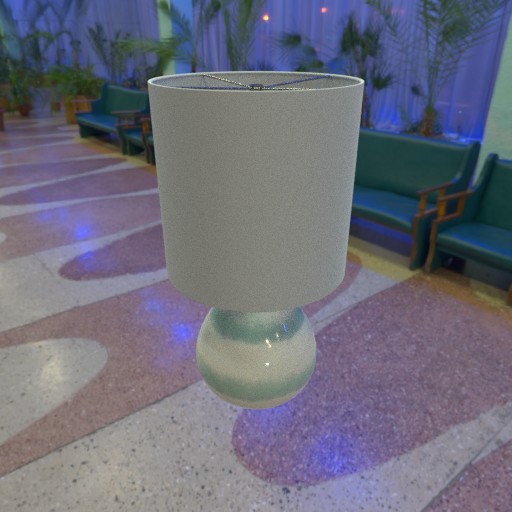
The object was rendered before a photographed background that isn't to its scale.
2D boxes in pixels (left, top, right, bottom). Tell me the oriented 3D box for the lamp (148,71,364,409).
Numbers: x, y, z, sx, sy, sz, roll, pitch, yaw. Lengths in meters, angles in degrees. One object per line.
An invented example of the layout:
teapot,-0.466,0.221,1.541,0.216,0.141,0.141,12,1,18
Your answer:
lamp,0.000,0.000,0.543,0.217,0.404,0.217,-19,32,-32
